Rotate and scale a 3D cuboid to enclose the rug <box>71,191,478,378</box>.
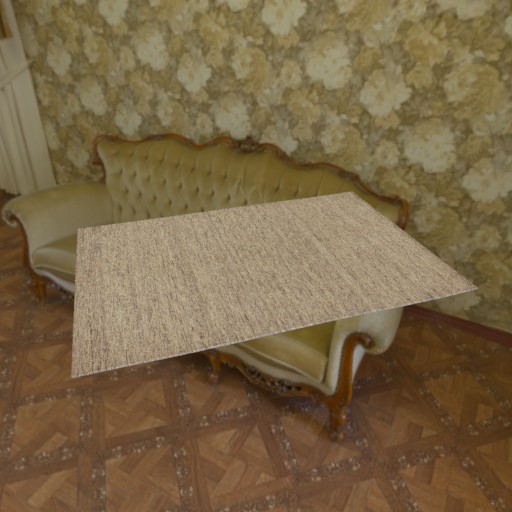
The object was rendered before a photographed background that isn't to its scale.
[{"bbox_3d":[0.000,0.000,2.961,2.283,0.013,1.547,-10,32,-15],"label":"rug"}]
